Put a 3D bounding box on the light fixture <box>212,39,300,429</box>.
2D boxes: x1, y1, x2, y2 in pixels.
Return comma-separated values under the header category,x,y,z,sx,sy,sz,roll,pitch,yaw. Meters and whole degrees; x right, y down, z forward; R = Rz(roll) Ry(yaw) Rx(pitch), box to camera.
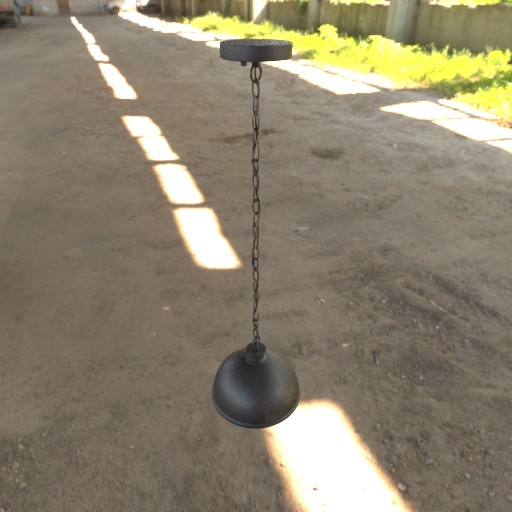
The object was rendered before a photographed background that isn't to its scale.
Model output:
category,x,y,z,sx,sy,sz,roll,pitch,yaw
light fixture,0.000,0.000,1.249,0.304,1.090,0.304,20,36,30
